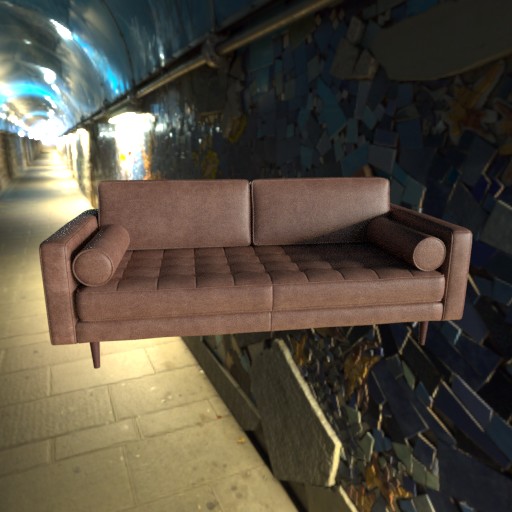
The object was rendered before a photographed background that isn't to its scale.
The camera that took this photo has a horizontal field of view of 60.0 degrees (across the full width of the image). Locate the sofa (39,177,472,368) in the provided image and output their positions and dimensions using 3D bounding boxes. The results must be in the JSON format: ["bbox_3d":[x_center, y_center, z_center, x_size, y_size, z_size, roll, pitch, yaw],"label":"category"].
[{"bbox_3d":[0.000,0.000,2.309,1.870,0.760,0.910,-2,15,-8],"label":"sofa"}]
